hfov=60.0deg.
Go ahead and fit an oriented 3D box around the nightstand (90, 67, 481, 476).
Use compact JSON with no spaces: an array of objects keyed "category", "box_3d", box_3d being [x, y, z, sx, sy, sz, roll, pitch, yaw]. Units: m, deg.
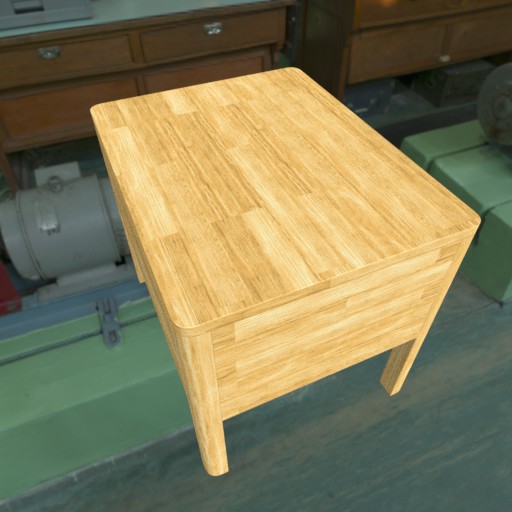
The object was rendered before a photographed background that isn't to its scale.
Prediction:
[{"category":"nightstand","box_3d":[0.000,0.000,0.887,0.440,0.470,0.560,-18,48,-17]}]
